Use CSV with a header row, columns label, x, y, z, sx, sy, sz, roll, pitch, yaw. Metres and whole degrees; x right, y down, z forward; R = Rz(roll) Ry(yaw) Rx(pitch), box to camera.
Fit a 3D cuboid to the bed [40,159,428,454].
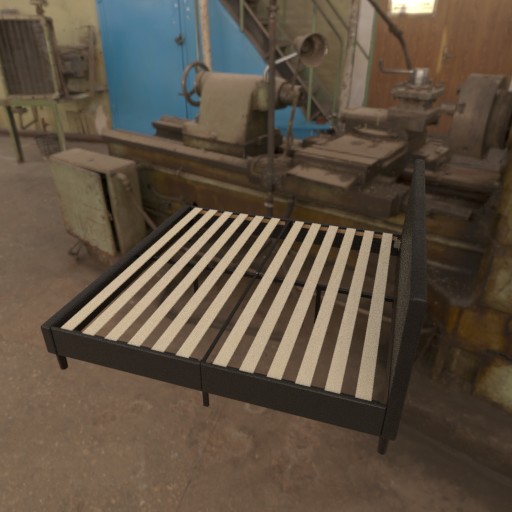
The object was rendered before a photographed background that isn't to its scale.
label,x,y,z,sx,sy,sz,roll,pitch,yaw
bed,0.000,0.000,3.208,2.152,1.046,2.018,9,31,16
